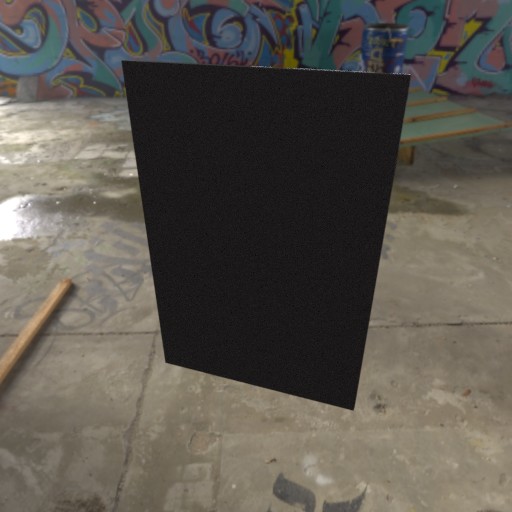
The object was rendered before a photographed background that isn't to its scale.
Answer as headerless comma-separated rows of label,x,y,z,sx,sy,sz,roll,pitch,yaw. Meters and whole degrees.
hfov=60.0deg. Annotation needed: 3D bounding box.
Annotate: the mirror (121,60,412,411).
mirror,0.000,0.000,1.147,0.613,0.914,0.039,10,33,16
